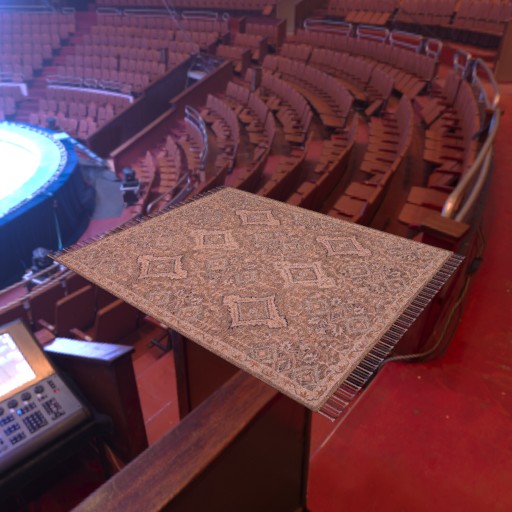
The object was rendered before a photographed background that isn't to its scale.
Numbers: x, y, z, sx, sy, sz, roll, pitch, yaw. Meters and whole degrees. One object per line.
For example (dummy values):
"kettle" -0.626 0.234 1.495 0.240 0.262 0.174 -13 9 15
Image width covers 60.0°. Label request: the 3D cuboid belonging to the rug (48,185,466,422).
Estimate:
"rug" 0.000 0.000 4.127 3.056 0.010 2.437 21 35 33
